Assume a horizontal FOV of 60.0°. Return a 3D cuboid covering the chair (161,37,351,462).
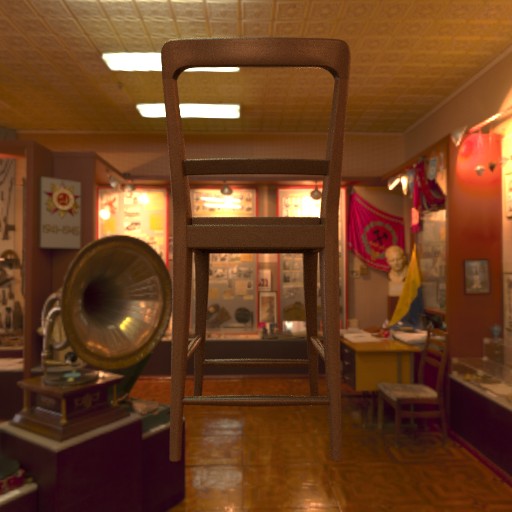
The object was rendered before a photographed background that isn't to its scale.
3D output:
[{"bbox_3d":[0.000,0.000,1.257,0.450,0.991,0.546,0,-1,0],"label":"chair"}]
